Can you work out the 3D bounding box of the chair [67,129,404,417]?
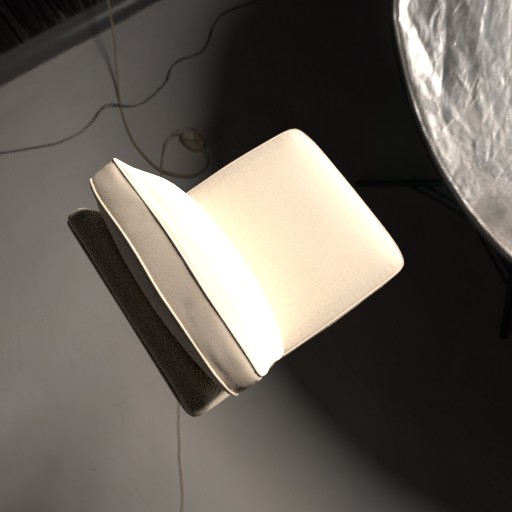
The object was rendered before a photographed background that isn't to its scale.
[{"bbox_3d":[0.000,0.000,1.430,0.781,0.887,0.630,-34,78,-8],"label":"chair"}]
